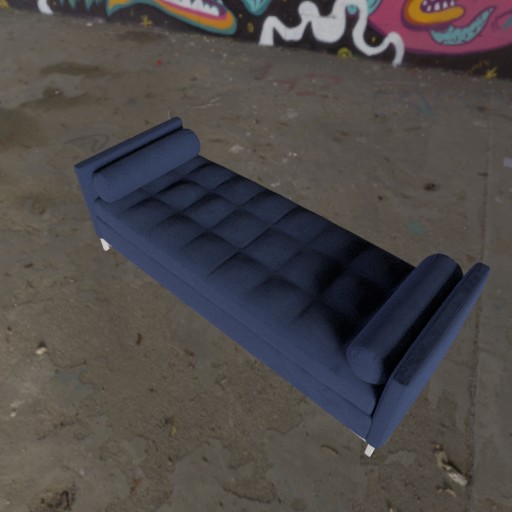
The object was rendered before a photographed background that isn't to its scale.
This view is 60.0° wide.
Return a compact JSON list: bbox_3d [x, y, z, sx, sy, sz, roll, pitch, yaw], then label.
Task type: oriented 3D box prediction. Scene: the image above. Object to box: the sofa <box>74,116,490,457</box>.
[{"bbox_3d":[0.000,0.000,2.439,2.102,0.657,0.797,32,53,28],"label":"sofa"}]
